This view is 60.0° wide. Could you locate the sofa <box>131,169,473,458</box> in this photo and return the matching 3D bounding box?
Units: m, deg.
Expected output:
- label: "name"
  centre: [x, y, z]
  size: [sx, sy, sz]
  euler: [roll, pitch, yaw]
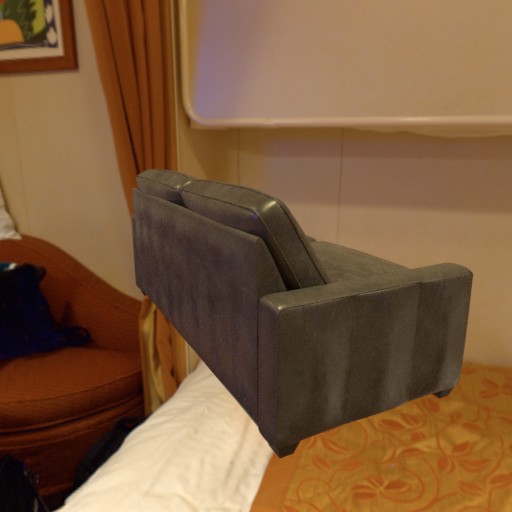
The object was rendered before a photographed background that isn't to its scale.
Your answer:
- label: "sofa"
  centre: [0.000, 0.000, 2.493]
  size: [0.939, 0.916, 2.081]
  euler: [-8, 16, -27]
